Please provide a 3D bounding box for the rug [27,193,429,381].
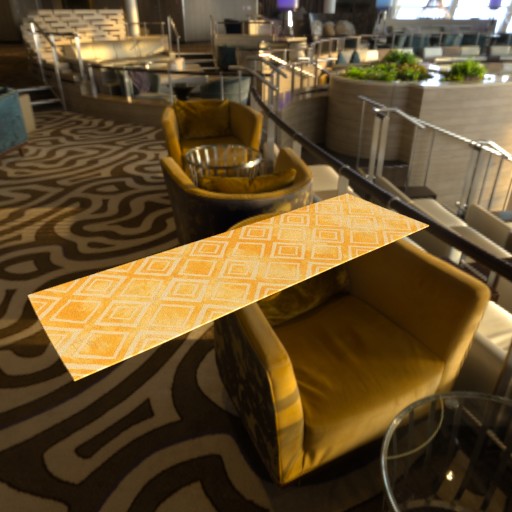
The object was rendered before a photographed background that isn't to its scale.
[{"bbox_3d":[0.000,0.000,2.693,2.438,0.010,0.775,-20,35,-32],"label":"rug"}]
